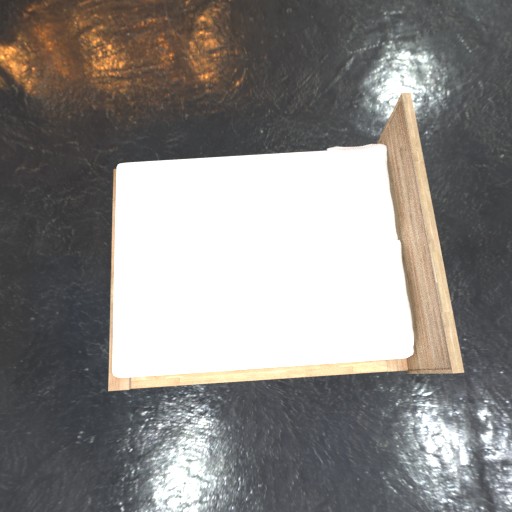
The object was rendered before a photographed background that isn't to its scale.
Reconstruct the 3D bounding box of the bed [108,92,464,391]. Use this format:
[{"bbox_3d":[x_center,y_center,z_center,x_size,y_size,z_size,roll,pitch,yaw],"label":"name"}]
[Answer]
[{"bbox_3d":[0.000,0.000,3.122,2.145,1.071,1.759,-4,74,-1],"label":"bed"}]
